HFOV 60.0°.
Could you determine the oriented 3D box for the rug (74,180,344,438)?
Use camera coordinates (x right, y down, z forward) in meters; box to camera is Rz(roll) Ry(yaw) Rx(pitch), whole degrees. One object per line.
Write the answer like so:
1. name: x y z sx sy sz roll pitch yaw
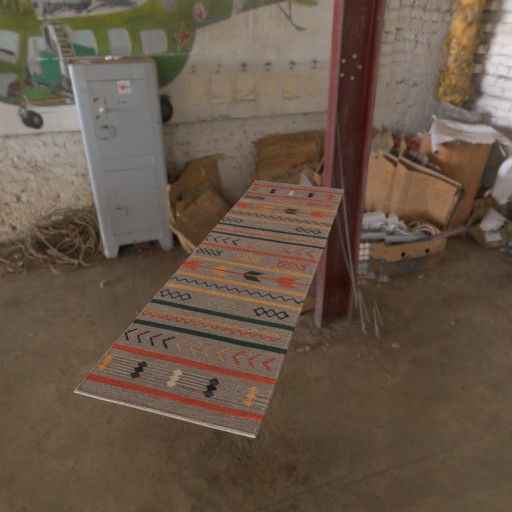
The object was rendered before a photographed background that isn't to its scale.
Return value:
1. rug: 0.000 0.000 2.626 0.744 0.022 2.419 9 31 15
